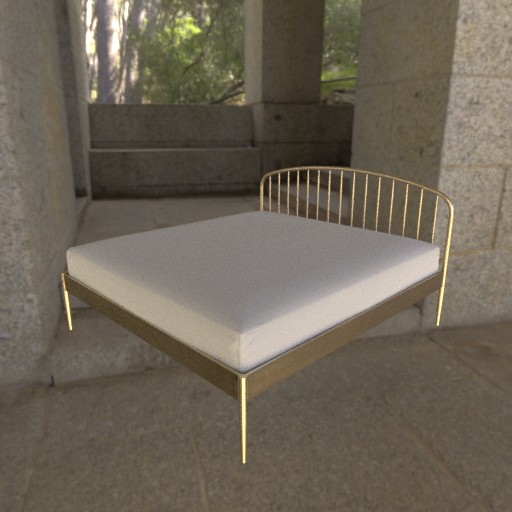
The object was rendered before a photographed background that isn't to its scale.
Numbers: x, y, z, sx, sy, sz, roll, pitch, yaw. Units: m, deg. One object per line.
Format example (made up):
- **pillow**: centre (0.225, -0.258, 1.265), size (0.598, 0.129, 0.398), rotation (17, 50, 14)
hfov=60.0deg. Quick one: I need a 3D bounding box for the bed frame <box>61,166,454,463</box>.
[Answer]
- **bed frame**: centre (0.000, 0.000, 3.337), size (2.152, 1.174, 2.016), rotation (-16, 23, -42)
